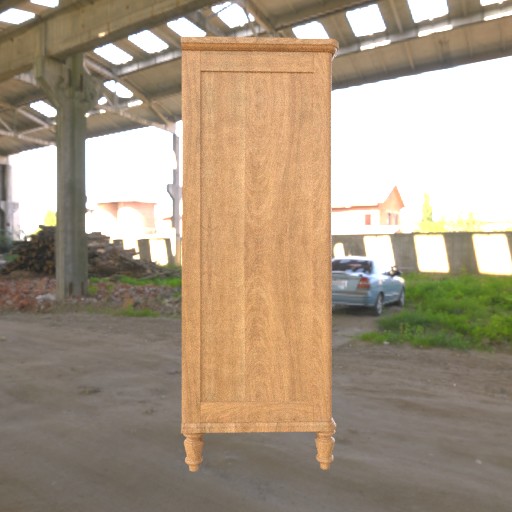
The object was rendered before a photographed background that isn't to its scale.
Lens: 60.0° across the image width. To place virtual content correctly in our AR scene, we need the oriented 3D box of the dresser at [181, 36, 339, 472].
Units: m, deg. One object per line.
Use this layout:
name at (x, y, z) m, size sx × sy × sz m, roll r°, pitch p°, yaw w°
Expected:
dresser at (0.000, 0.000, 1.821) m, size 0.484 × 1.318 × 0.973 m, roll 0°, pitch 0°, yaw -2°
